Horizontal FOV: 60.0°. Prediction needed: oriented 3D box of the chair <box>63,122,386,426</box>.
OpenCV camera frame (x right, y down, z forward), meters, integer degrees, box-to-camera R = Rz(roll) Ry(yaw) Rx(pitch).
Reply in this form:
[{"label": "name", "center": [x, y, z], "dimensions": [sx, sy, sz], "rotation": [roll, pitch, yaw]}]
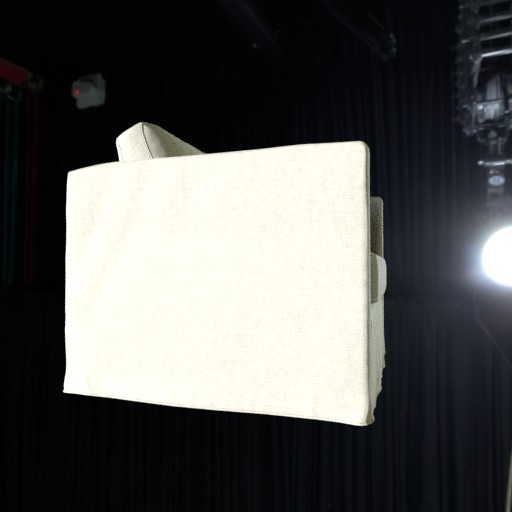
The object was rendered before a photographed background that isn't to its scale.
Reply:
[{"label": "chair", "center": [0.000, 0.000, 1.718], "dimensions": [0.949, 0.867, 1.057], "rotation": [-1, -2, 18]}]
